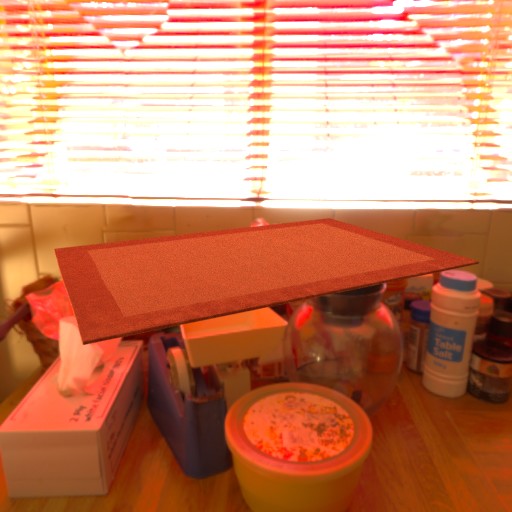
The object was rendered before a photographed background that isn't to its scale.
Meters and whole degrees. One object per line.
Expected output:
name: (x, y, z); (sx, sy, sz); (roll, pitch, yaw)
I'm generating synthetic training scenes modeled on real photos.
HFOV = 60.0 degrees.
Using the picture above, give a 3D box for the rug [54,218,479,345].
rug: (0.000, 0.000, 2.276); (1.829, 0.014, 1.219); (-8, 18, -26)
